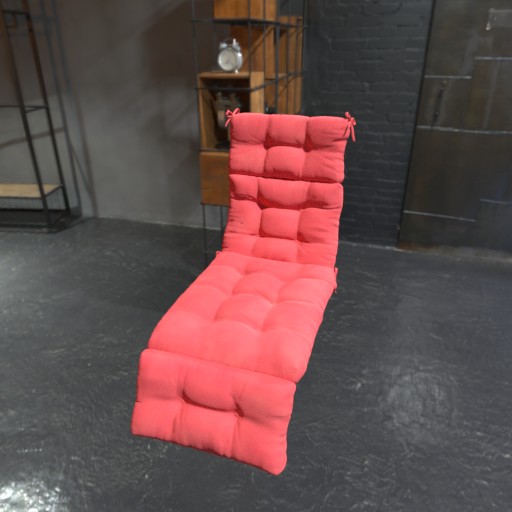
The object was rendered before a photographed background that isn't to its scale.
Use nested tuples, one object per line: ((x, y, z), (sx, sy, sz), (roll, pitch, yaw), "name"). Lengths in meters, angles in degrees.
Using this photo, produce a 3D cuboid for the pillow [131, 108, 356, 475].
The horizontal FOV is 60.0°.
((0.000, 0.000, 1.531), (0.526, 0.863, 1.016), (8, 27, 16), "pillow")
